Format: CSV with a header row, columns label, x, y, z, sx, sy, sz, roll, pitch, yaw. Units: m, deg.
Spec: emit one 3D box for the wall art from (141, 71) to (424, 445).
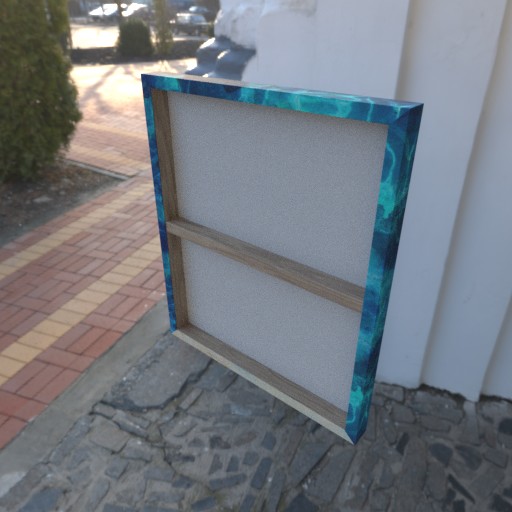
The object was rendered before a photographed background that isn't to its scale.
label,x,y,z,sx,sy,sz,roll,pitch,yaw
wall art,0.000,0.000,0.701,0.432,0.508,0.038,22,36,34
